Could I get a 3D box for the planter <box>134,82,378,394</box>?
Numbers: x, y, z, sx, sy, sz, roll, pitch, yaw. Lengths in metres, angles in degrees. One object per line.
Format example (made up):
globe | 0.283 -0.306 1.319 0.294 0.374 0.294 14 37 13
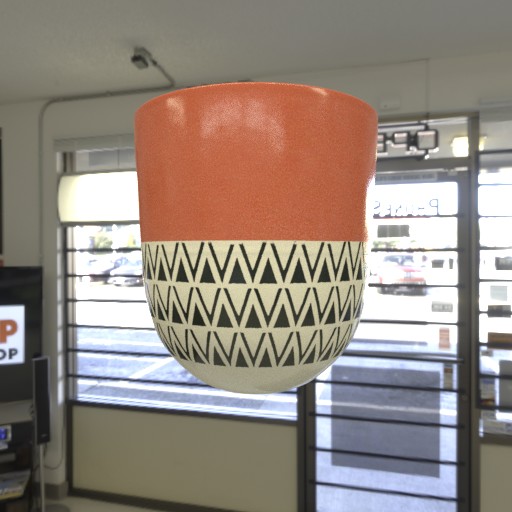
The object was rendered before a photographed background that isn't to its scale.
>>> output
planter | 0.000 0.000 0.367 0.195 0.214 0.195 0 1 0
